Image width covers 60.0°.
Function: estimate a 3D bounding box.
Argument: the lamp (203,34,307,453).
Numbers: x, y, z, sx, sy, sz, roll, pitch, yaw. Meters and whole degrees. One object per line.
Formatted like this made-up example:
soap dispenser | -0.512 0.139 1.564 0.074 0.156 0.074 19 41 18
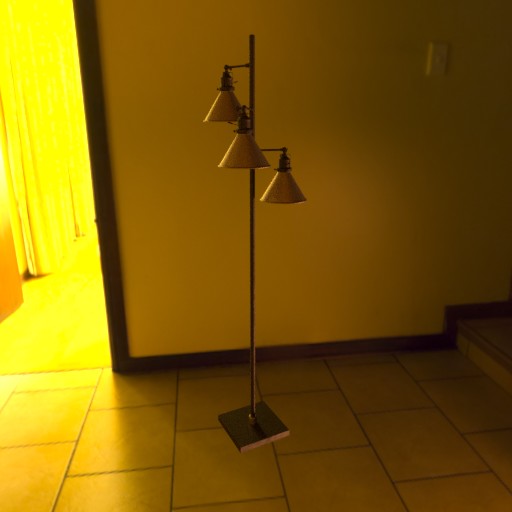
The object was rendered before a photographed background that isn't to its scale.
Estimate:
lamp | 0.000 0.000 1.903 0.415 1.716 0.428 -9 19 -27
